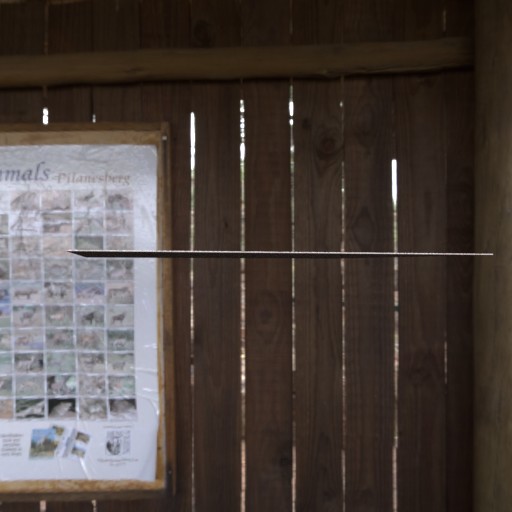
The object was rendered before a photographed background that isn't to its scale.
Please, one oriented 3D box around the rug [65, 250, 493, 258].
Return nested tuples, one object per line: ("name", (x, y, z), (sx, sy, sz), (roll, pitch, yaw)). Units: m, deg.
("rug", (0.000, 0.000, 4.096), (3.046, 0.008, 2.442), (0, -1, -18))
